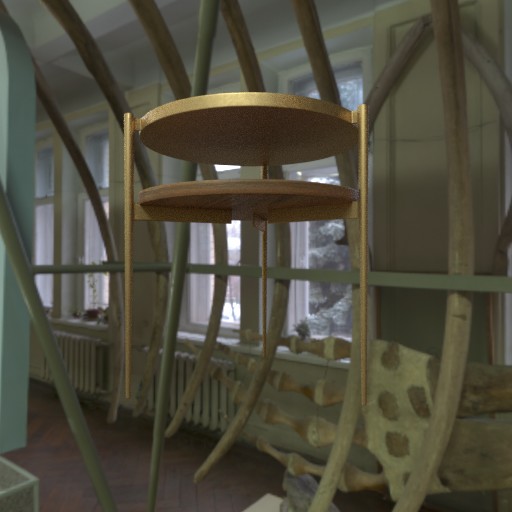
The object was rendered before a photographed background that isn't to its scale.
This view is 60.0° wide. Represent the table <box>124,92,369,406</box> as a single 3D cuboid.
[{"bbox_3d":[0.000,0.000,0.859,0.456,0.493,0.430,-1,-1,36],"label":"table"}]
